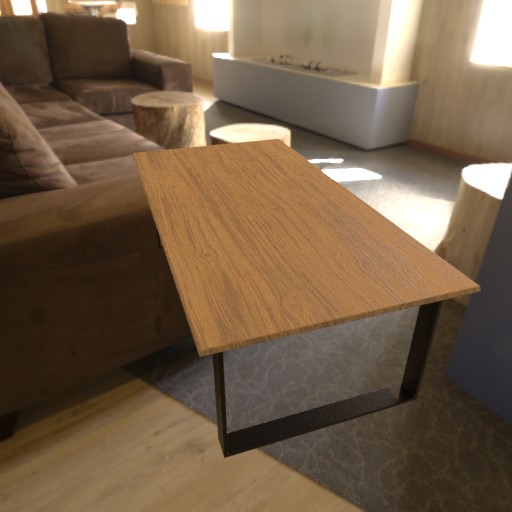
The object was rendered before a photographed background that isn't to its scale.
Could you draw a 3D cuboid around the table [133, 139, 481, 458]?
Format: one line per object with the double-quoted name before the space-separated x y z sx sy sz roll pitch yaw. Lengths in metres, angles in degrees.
"table" 0.000 0.000 1.623 0.693 0.445 1.331 -10 32 -16
